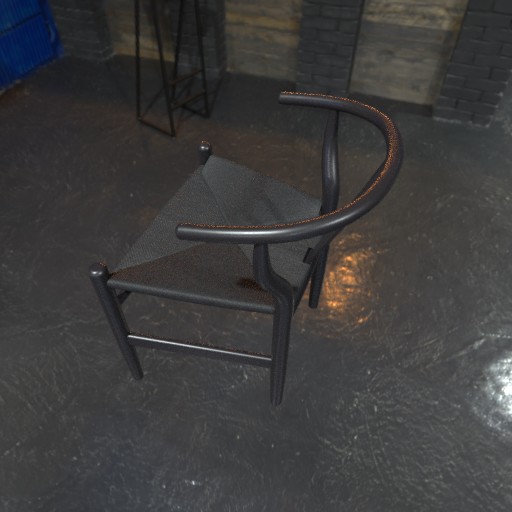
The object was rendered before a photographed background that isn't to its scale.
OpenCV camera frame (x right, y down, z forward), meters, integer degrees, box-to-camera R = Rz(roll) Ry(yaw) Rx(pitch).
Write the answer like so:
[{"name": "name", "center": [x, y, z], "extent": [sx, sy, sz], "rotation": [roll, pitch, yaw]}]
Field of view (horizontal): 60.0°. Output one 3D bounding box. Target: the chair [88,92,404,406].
[{"name": "chair", "center": [0.000, 0.000, 1.146], "extent": [0.579, 0.730, 0.569], "rotation": [16, 49, 15]}]
